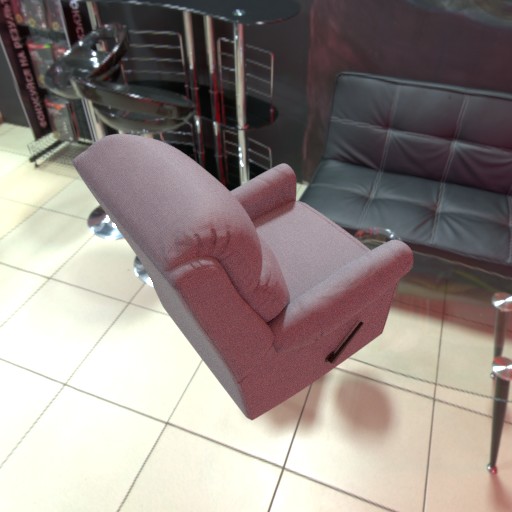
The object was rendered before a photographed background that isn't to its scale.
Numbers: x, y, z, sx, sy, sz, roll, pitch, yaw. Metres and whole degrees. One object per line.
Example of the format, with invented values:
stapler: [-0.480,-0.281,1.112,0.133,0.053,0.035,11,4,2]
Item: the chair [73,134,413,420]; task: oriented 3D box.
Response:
chair: [0.000,0.000,1.785,1.014,1.054,0.838,-26,48,-26]
